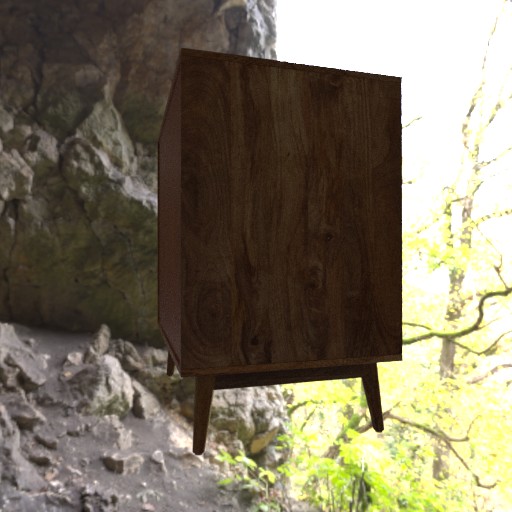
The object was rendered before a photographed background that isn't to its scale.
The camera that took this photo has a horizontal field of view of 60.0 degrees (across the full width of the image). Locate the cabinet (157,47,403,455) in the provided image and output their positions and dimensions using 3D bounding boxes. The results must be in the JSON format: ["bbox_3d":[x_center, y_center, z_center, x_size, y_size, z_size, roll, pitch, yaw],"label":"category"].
[{"bbox_3d":[0.000,0.000,1.183,0.473,0.758,0.647,0,0,-16],"label":"cabinet"}]
